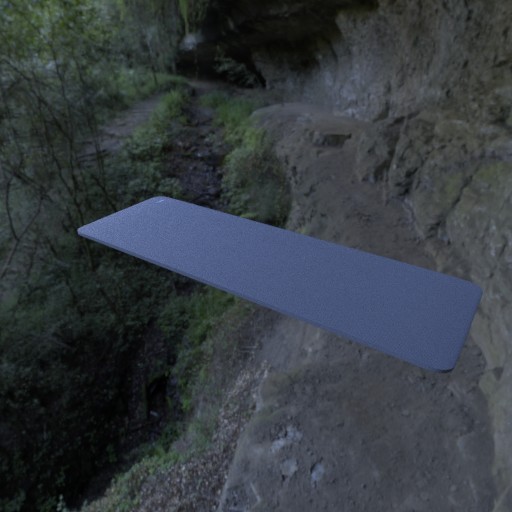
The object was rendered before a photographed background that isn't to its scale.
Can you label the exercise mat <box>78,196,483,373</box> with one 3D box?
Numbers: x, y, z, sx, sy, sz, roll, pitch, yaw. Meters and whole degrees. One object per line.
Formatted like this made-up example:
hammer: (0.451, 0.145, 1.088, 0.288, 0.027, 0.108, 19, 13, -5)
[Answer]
exercise mat: (0.000, 0.000, 2.069, 1.884, 0.021, 0.616, 18, 33, 29)
